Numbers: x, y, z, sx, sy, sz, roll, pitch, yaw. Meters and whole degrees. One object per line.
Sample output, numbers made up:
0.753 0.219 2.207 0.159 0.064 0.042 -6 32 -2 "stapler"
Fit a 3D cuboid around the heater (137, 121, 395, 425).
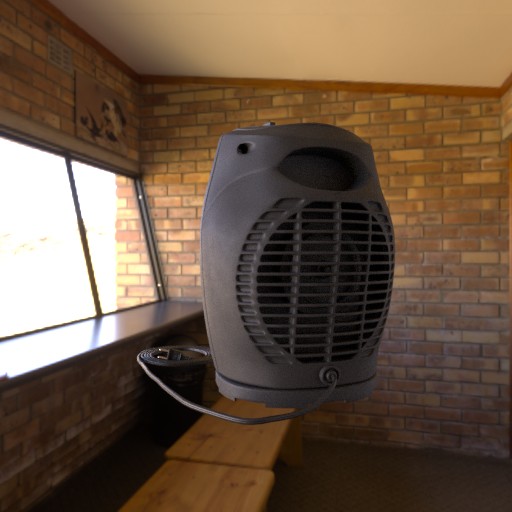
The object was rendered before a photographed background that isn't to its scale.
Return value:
0.000 0.000 0.481 0.239 0.255 0.291 0 0 -18 "heater"
